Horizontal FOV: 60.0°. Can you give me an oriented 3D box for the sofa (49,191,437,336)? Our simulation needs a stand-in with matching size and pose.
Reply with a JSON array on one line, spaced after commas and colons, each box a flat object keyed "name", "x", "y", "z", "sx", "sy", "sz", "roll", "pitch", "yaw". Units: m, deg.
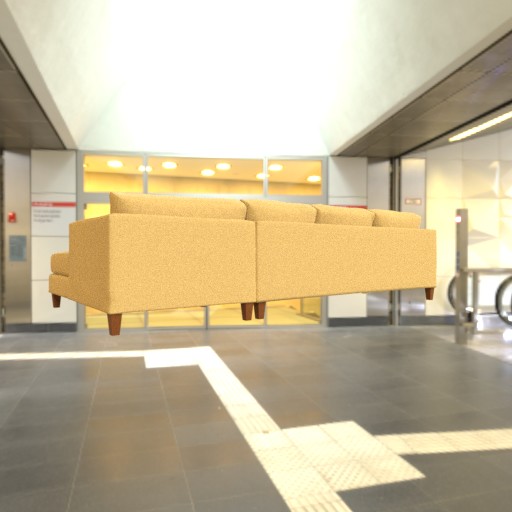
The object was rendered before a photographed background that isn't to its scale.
[{"name": "sofa", "x": 0.000, "y": 0.000, "z": 4.033, "sx": 3.186, "sy": 0.861, "sz": 1.625, "roll": 0, "pitch": 1, "yaw": -36}]
